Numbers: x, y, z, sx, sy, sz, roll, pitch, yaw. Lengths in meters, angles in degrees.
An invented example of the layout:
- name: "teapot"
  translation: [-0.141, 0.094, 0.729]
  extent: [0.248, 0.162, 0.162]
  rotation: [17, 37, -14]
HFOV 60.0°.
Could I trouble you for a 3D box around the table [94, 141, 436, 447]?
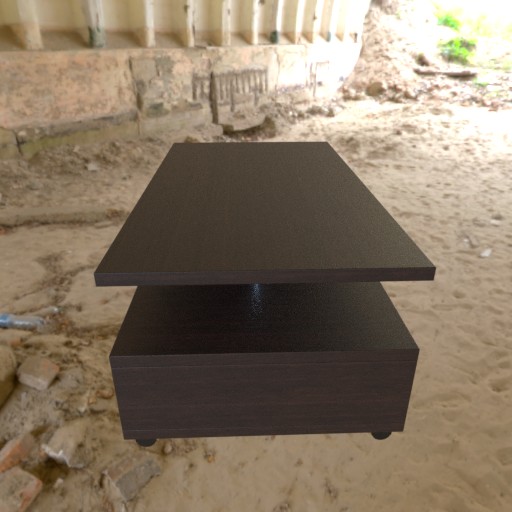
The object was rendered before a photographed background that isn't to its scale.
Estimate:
- name: "table"
  translation: [0.000, 0.000, 1.332]
  extent: [0.590, 0.460, 1.050]
  rotation: [-1, 26, -2]
